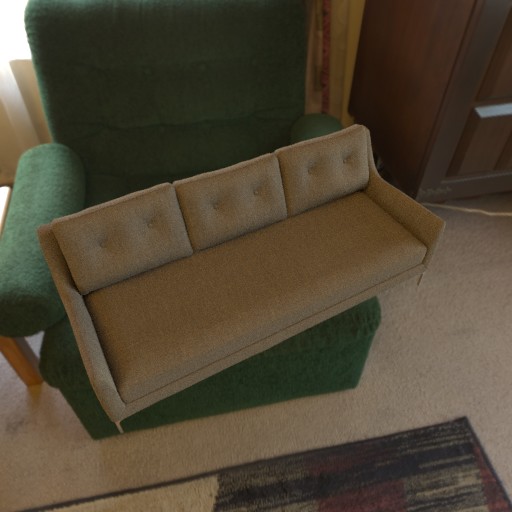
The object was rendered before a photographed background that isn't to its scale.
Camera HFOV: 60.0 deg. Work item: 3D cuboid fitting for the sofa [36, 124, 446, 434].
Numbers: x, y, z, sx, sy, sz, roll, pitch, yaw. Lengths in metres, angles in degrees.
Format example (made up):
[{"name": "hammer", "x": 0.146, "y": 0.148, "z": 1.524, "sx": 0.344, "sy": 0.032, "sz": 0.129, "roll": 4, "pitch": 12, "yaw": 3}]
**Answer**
[{"name": "sofa", "x": 0.000, "y": 0.000, "z": 2.514, "sx": 2.060, "sy": 0.837, "sz": 0.849, "roll": -22, "pitch": 50, "yaw": -20}]
